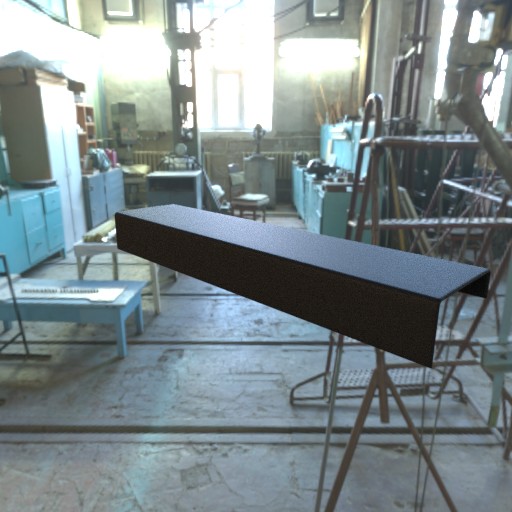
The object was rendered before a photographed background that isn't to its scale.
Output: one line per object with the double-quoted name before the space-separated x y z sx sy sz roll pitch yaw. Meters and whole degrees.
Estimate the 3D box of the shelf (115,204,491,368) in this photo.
"shelf" 0.000 0.000 0.497 0.102 0.053 0.456 -15 22 -42
